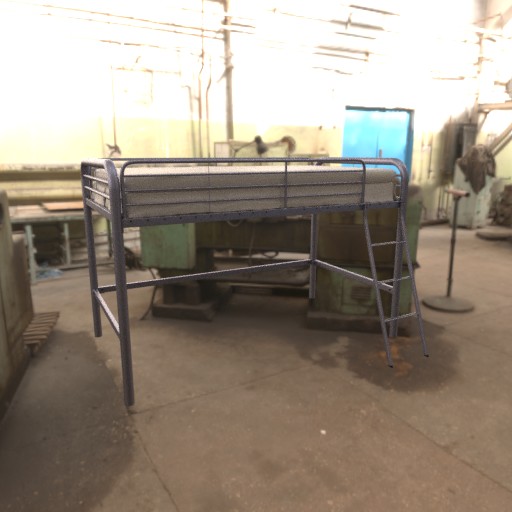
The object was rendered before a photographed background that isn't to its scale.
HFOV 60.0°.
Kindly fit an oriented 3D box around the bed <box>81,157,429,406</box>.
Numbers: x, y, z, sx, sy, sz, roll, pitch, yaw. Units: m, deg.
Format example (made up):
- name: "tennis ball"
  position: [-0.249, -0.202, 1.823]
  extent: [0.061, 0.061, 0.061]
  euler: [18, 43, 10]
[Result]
- name: "bed"
  position: [0.000, 0.000, 2.983]
  extent: [1.965, 1.288, 1.415]
  euler: [-7, 15, -27]
